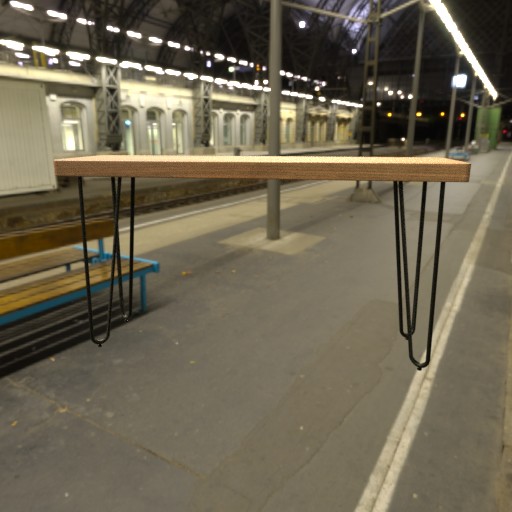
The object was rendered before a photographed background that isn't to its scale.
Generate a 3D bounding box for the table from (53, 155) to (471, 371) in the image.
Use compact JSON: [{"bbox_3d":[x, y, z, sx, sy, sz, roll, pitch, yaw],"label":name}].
[{"bbox_3d":[0.000,0.000,1.942,1.570,0.834,0.425,2,16,8],"label":"table"}]
